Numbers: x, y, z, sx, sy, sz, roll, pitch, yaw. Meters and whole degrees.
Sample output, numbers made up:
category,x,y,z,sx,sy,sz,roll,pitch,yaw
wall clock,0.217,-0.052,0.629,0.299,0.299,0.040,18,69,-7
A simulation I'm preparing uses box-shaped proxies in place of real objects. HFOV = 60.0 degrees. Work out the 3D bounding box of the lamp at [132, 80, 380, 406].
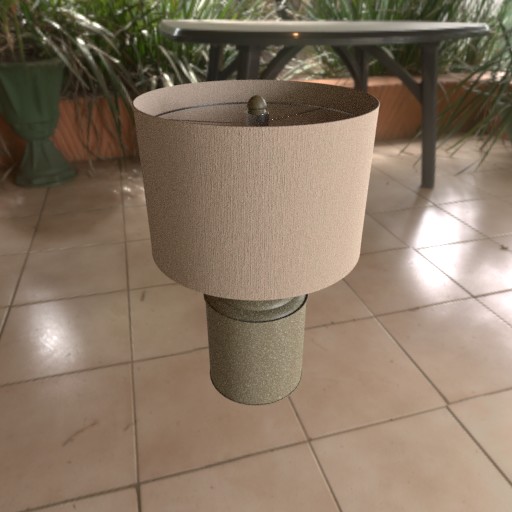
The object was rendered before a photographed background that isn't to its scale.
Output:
category,x,y,z,sx,sy,sz,roll,pitch,yaw
lamp,0.000,0.000,0.704,0.318,0.486,0.318,0,30,0
